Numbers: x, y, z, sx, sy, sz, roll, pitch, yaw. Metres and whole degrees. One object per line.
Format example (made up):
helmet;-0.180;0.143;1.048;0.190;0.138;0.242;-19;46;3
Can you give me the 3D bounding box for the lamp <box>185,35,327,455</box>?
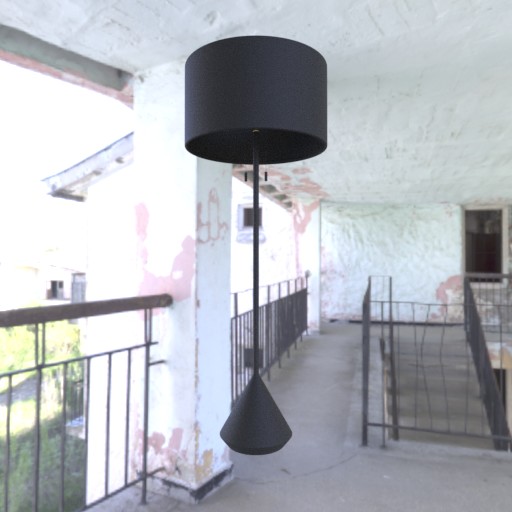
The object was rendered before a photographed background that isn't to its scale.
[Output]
lamp;0.000;0.000;1.816;0.580;1.526;0.580;-1;-1;36
